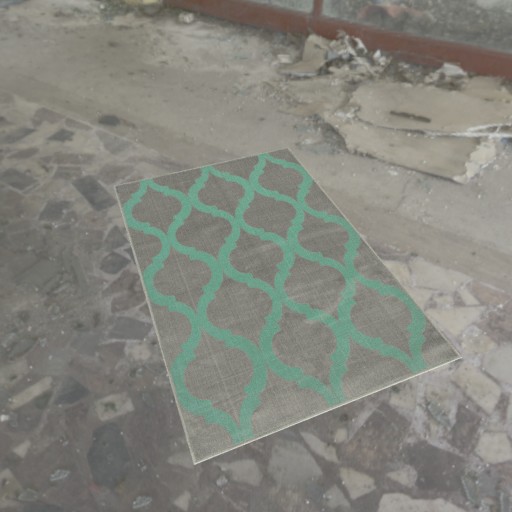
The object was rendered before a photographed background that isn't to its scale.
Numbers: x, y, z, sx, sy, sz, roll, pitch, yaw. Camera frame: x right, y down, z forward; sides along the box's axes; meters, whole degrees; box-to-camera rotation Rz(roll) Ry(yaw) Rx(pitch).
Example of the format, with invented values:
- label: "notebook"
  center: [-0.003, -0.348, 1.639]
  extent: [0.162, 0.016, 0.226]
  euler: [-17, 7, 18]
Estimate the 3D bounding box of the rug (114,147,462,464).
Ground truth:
- label: "rug"
  center: [0.000, 0.000, 2.980]
  extent: [1.524, 0.006, 2.286]
  euler: [-16, 48, -15]
